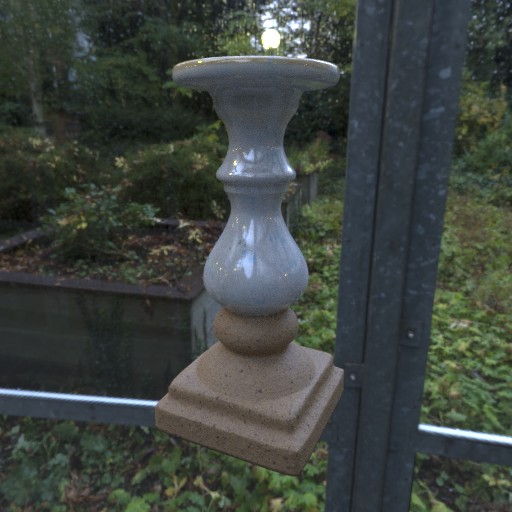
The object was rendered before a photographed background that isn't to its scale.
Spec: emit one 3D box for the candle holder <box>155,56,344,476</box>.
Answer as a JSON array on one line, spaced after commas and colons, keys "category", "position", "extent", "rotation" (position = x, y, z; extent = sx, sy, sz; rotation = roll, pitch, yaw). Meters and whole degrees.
[{"category": "candle holder", "position": [0.000, 0.000, 0.304], "extent": [0.110, 0.239, 0.110], "rotation": [7, 17, 25]}]
